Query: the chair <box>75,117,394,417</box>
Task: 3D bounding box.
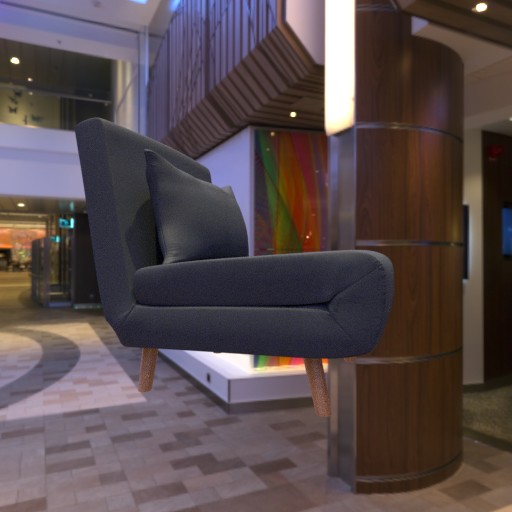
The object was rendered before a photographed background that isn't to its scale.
[{"bbox_3d":[0.000,0.000,1.515,0.900,0.808,0.770,0,0,18],"label":"chair"}]
